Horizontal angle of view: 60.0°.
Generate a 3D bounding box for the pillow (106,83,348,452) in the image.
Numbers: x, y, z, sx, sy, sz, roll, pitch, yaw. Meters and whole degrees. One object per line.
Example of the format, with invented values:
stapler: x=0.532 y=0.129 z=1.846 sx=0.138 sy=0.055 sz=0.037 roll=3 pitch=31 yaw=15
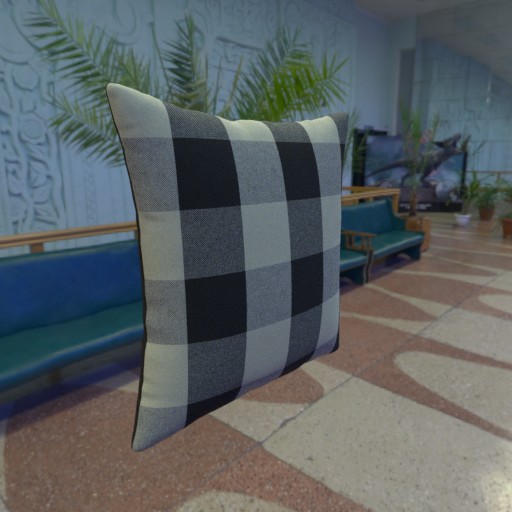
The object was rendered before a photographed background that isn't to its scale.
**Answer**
pillow: x=0.000 y=0.000 z=0.765 sx=0.161 sy=0.509 sz=0.511 roll=12 pitch=18 yaw=44
